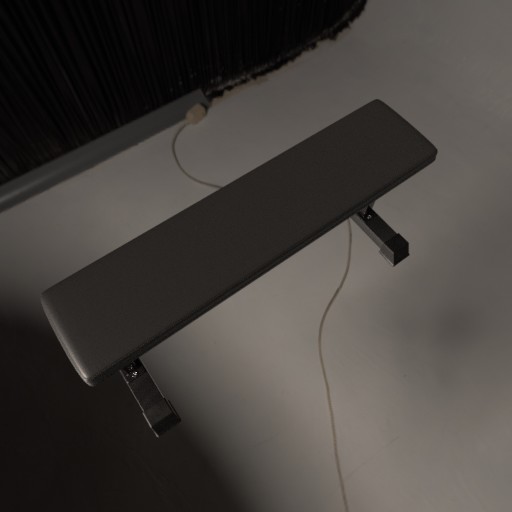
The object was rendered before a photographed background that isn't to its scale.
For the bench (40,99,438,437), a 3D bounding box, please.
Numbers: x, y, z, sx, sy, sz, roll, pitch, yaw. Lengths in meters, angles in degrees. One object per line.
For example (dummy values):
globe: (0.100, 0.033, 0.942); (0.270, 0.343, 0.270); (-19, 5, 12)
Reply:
bench: (0.000, 0.000, 1.297); (1.072, 0.453, 0.439); (-33, 67, -16)
